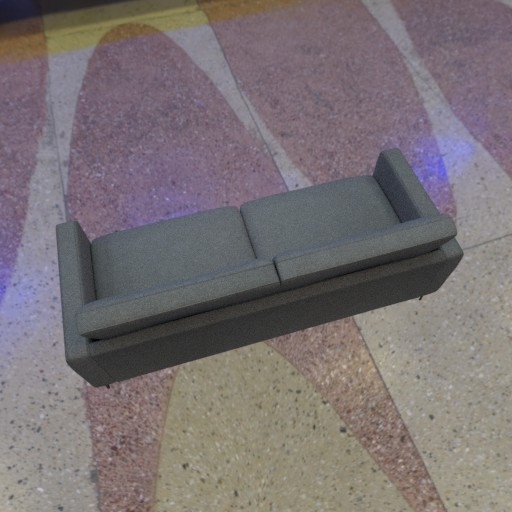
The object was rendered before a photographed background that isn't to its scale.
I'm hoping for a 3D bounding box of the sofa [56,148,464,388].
[{"bbox_3d":[0.000,0.000,2.352,1.925,0.828,0.774,-14,60,-8],"label":"sofa"}]
